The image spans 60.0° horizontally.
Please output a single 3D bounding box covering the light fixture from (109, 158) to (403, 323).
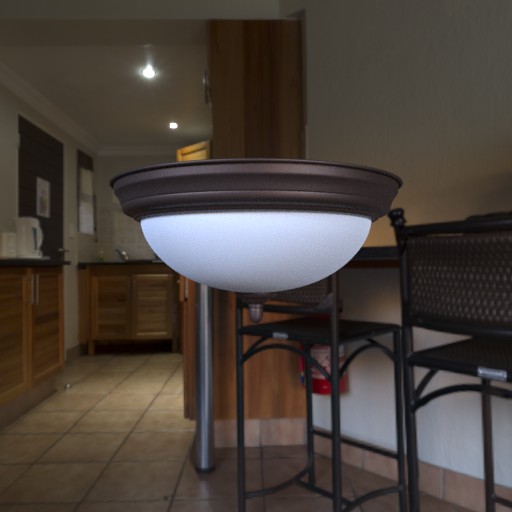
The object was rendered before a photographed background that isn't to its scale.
[{"bbox_3d":[0.000,0.000,0.444,0.280,0.135,0.280,0,0,0],"label":"light fixture"}]
